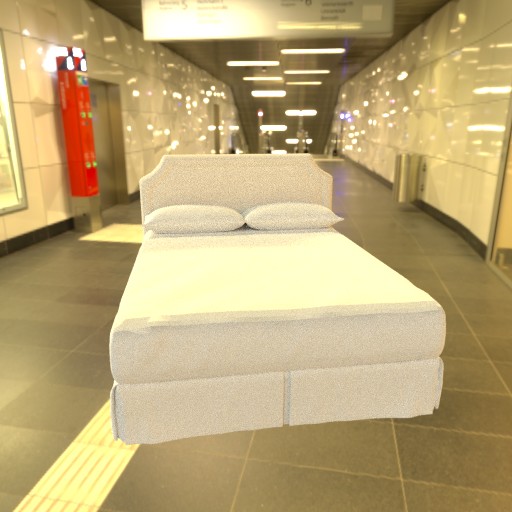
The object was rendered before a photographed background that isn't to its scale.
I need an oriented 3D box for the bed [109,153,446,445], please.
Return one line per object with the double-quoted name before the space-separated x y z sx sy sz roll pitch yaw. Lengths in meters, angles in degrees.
"bed" 0.000 0.000 3.722 2.134 1.524 2.548 -2 17 -8
